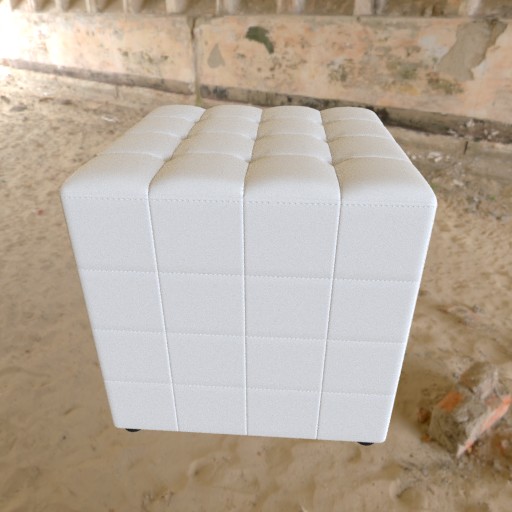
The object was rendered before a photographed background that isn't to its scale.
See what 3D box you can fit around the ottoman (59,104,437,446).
[{"bbox_3d":[0.000,0.000,0.768,0.425,0.432,0.425,2,30,3],"label":"ottoman"}]
